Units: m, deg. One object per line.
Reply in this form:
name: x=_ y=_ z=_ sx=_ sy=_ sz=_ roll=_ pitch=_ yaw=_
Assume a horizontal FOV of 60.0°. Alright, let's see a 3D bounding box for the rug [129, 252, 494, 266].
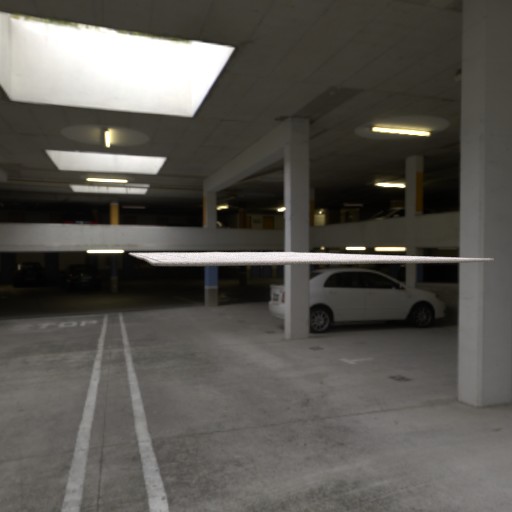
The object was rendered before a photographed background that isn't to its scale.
rug: x=0.000 y=0.000 z=3.014 sx=1.575 sy=0.023 sz=2.459 roll=0 pitch=1 yaw=-18
